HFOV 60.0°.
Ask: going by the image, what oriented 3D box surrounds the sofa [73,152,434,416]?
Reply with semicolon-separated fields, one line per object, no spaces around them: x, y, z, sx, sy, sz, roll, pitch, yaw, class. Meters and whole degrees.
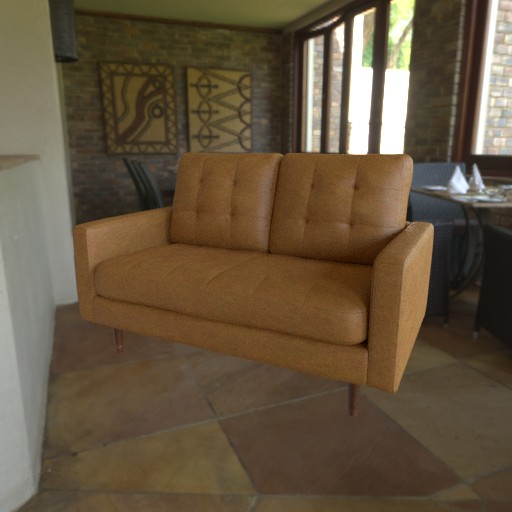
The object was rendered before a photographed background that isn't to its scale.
0.000;0.000;1.996;1.430;0.898;0.868;7;15;26;sofa
